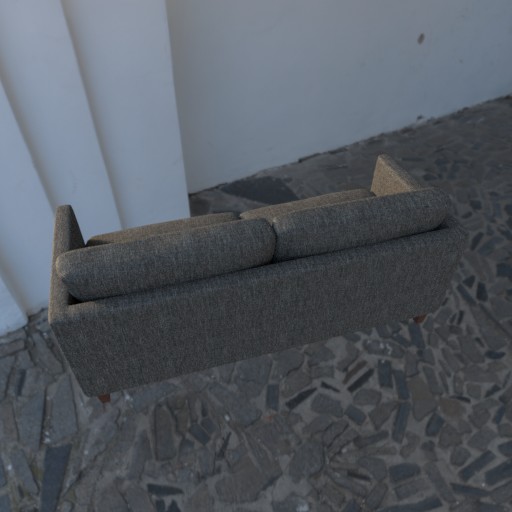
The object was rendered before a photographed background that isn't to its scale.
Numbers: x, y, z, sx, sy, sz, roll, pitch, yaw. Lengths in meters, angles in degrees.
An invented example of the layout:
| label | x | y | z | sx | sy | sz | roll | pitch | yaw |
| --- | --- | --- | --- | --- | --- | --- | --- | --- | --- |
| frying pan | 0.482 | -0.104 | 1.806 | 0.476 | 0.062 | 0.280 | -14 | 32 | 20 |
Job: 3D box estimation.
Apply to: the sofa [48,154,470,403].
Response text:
| label | x | y | z | sx | sy | sz | roll | pitch | yaw |
| --- | --- | --- | --- | --- | --- | --- | --- | --- | --- |
| sofa | 0.000 | 0.000 | 2.691 | 2.208 | 0.960 | 0.948 | -11 | 44 | -12 |
